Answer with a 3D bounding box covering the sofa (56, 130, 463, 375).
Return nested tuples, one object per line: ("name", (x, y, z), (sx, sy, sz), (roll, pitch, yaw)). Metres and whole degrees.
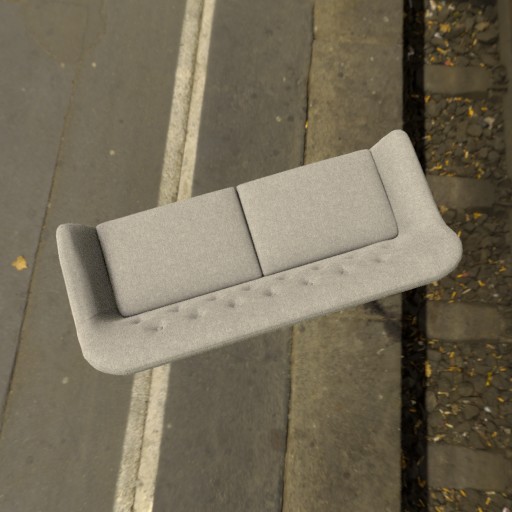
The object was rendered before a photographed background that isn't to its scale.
("sofa", (0.000, 0.000, 2.285), (1.840, 0.820, 0.820), (-16, 77, -4))
